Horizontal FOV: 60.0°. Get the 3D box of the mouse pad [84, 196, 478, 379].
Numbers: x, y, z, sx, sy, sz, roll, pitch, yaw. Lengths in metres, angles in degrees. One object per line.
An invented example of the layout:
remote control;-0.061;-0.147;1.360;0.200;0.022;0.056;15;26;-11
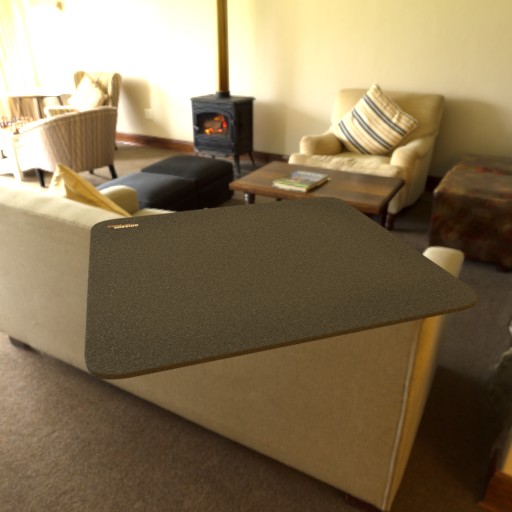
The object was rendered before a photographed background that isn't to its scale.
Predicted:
mouse pad;0.000;0.000;0.319;0.229;0.003;0.203;-8;28;-16
